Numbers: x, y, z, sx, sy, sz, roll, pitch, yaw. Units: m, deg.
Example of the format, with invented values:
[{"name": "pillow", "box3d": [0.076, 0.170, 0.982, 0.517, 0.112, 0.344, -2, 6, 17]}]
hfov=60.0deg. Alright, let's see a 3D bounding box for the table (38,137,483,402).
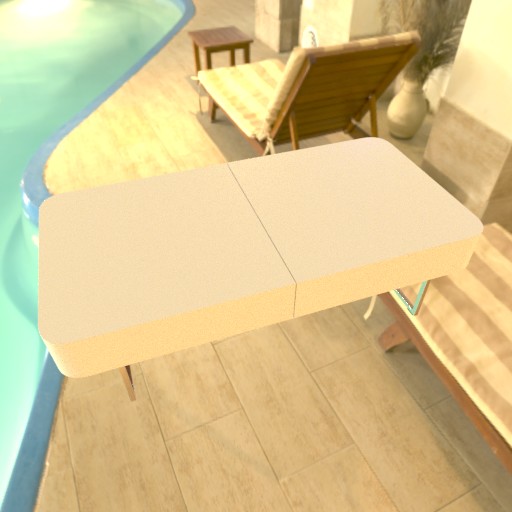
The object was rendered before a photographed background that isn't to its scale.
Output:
[{"name": "table", "box3d": [0.000, 0.000, 1.415, 1.200, 0.340, 0.600, -14, 44, -14]}]
